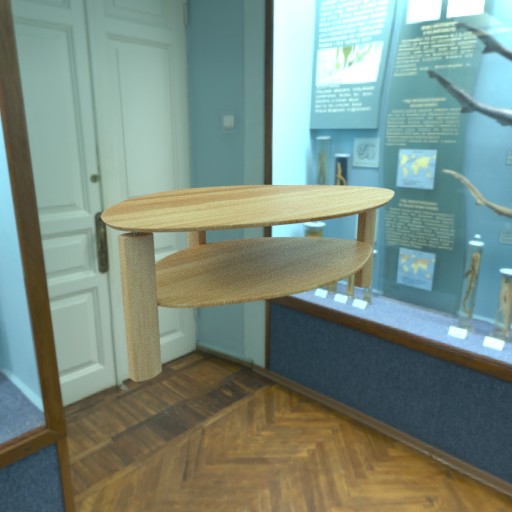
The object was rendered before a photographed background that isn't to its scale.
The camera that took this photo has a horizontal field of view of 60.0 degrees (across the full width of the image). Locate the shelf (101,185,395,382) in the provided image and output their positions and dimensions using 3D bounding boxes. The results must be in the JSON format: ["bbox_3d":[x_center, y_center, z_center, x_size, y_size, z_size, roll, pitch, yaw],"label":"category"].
[{"bbox_3d":[0.000,0.000,1.669,1.246,0.440,0.845,-14,21,-43],"label":"shelf"}]
